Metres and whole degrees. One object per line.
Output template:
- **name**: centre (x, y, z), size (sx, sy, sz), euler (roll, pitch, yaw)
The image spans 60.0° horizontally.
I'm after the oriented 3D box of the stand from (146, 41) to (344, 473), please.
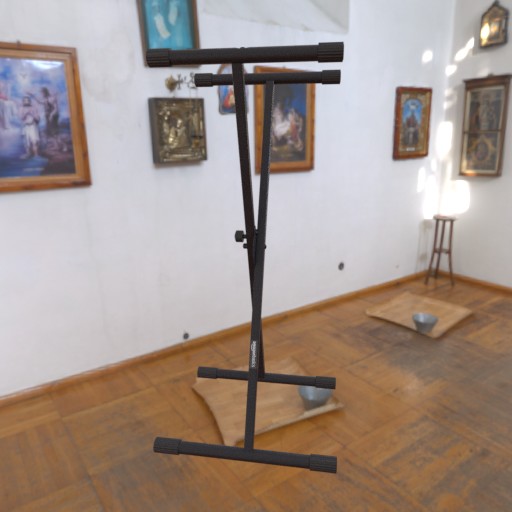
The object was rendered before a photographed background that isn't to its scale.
- **stand**: centre (0.000, 0.000, 1.147), size (0.449, 0.940, 0.409), euler (2, 14, 9)
